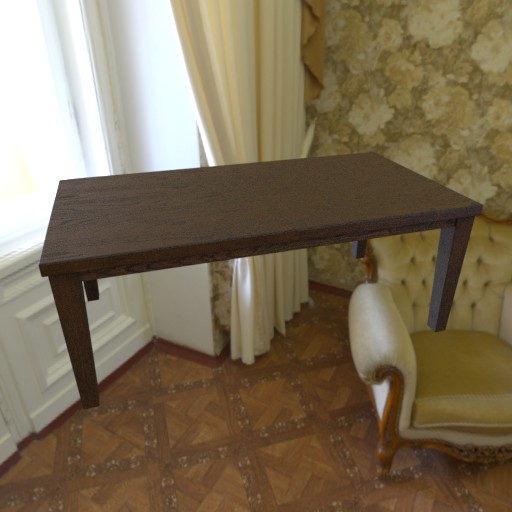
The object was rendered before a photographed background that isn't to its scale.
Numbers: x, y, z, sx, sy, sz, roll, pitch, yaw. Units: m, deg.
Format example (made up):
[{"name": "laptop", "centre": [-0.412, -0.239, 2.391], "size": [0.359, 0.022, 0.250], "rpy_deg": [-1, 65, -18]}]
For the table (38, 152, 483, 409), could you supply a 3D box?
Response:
[{"name": "table", "centre": [0.000, 0.000, 2.480], "size": [1.981, 0.762, 1.016], "rpy_deg": [-8, 29, -15]}]
